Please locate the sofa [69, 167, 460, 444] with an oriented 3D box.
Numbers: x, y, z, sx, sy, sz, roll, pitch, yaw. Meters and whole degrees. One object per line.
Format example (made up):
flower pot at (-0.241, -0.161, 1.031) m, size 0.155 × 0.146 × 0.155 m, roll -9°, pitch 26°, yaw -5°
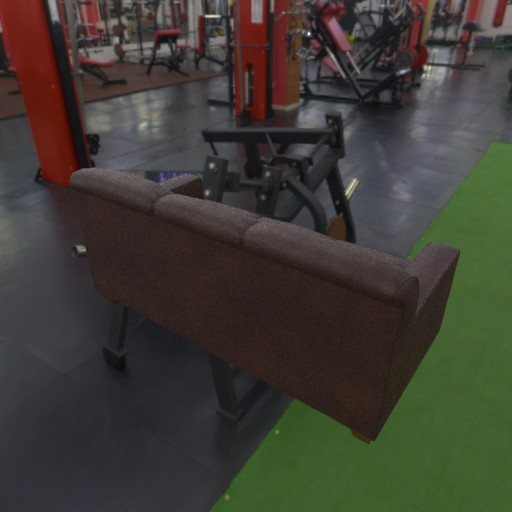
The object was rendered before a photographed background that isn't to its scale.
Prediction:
sofa at (0.000, 0.000, 2.603) m, size 2.039 × 0.953 × 1.008 m, roll 20°, pitch 36°, yaw 31°
